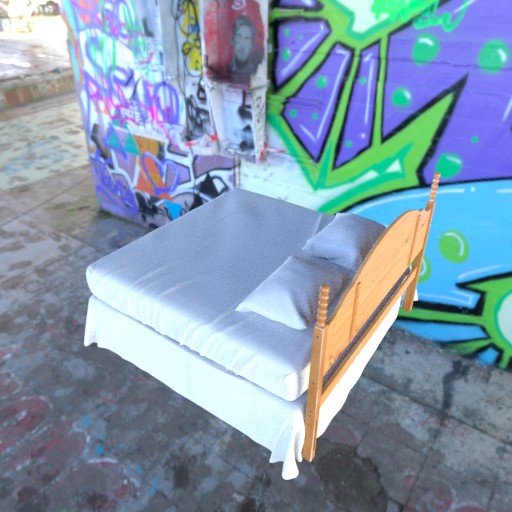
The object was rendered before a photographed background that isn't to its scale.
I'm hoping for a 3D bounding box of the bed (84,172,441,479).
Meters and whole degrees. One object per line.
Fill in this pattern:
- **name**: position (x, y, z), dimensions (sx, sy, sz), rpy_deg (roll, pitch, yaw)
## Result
- **bed**: position (0.000, 0.000, 3.676), dimensions (2.219, 1.355, 2.322), rpy_deg (20, 37, 30)
